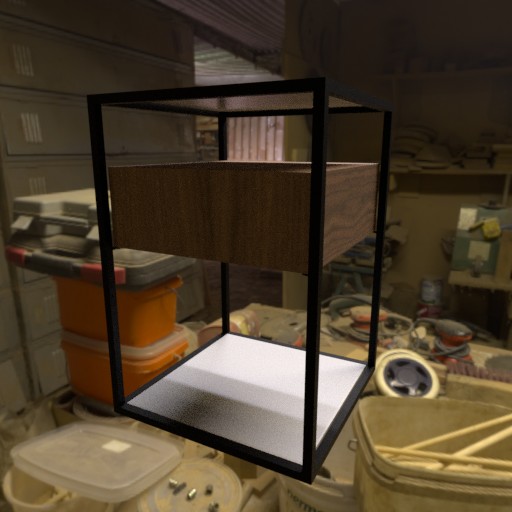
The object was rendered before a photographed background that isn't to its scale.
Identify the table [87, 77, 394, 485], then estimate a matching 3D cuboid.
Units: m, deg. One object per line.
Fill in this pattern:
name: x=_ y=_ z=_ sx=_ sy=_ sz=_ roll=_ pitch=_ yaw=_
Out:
table: x=0.000 y=0.000 z=0.808 sx=0.378 sy=0.540 sz=0.378 roll=7 pitch=16 yaw=27
